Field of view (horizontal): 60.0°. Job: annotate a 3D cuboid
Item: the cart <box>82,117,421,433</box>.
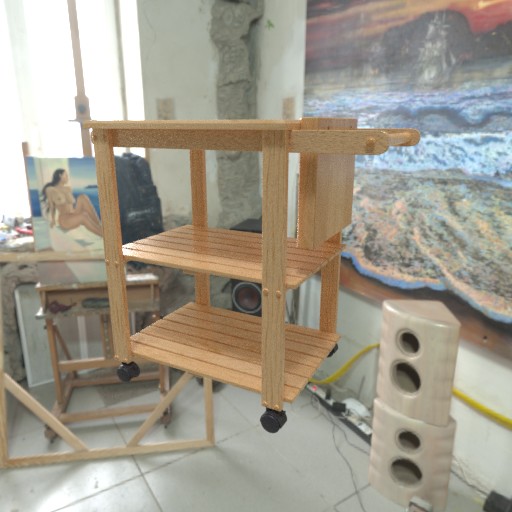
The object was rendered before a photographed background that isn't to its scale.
[{"bbox_3d":[0.000,0.000,1.377,0.843,0.816,0.520,9,19,26],"label":"cart"}]
